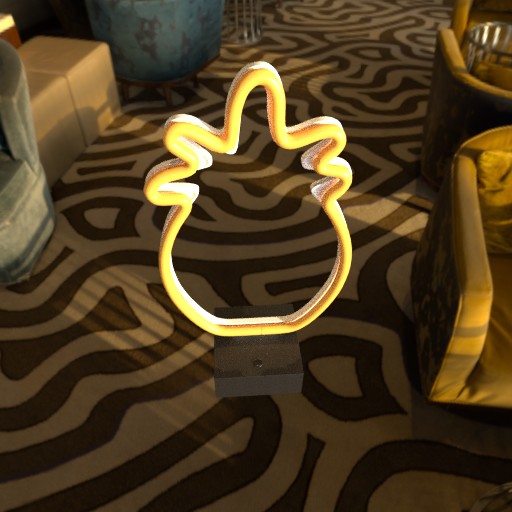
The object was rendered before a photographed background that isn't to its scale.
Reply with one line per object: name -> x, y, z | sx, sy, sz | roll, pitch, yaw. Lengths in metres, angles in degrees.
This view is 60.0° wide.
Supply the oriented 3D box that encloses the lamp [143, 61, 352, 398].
lamp -> 0.000, 0.000, 0.379 | 0.167, 0.317, 0.088 | -3, 45, -3
